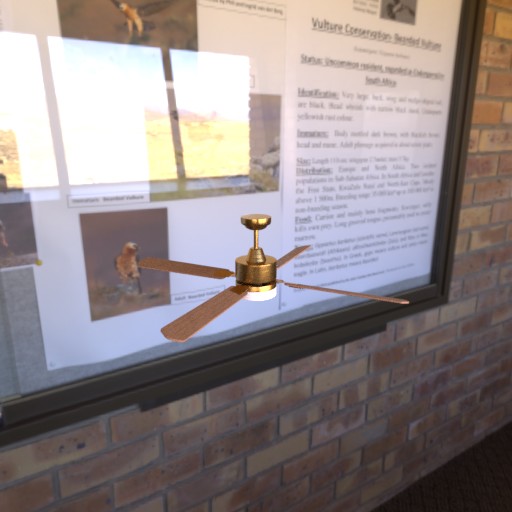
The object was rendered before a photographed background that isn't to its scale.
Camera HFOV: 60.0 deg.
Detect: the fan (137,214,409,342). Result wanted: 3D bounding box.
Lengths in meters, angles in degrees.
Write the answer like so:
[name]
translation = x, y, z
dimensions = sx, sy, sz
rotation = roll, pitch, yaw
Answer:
[fan]
translation = 0.000, 0.000, 1.973
dimensions = 1.320, 0.355, 1.320
rotation = 7, 17, 25
